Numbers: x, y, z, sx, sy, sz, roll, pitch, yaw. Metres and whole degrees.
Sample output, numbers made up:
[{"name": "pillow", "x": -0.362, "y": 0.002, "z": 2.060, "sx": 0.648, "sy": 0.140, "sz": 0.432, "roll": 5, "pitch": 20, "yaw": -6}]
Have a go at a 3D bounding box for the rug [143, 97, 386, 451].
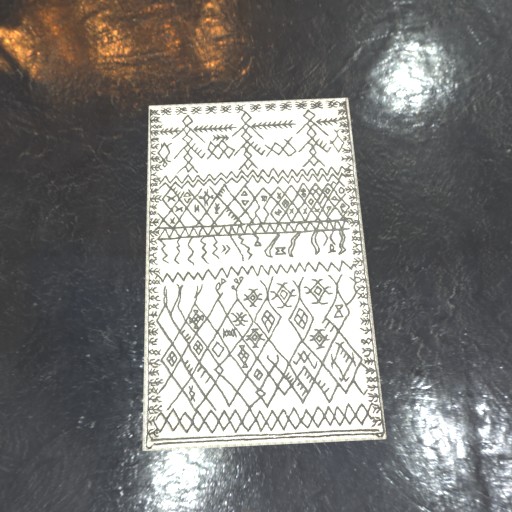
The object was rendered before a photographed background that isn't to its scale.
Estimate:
[{"name": "rug", "x": 0.000, "y": 0.000, "z": 3.081, "sx": 1.526, "sy": 0.012, "sz": 2.444, "roll": -3, "pitch": 75, "yaw": -1}]
